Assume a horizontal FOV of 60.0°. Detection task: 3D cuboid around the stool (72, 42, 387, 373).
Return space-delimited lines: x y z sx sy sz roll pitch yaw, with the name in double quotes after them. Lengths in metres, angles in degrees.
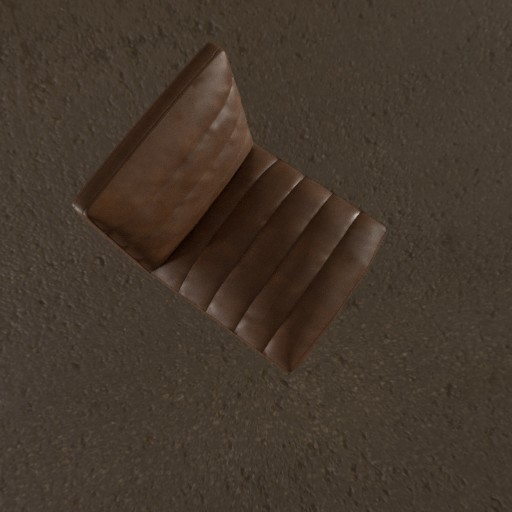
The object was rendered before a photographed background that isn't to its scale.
0.000 0.000 1.336 0.562 1.065 0.463 35 80 7 "stool"
